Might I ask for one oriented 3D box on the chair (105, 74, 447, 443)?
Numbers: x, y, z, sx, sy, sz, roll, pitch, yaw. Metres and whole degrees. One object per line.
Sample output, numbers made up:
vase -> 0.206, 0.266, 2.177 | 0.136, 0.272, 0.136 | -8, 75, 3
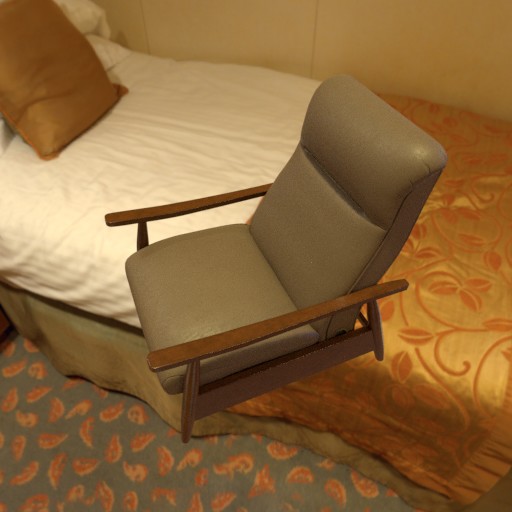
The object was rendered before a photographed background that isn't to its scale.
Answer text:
chair -> 0.000, 0.000, 1.749 | 1.014, 1.082, 0.762 | -17, 49, -16
